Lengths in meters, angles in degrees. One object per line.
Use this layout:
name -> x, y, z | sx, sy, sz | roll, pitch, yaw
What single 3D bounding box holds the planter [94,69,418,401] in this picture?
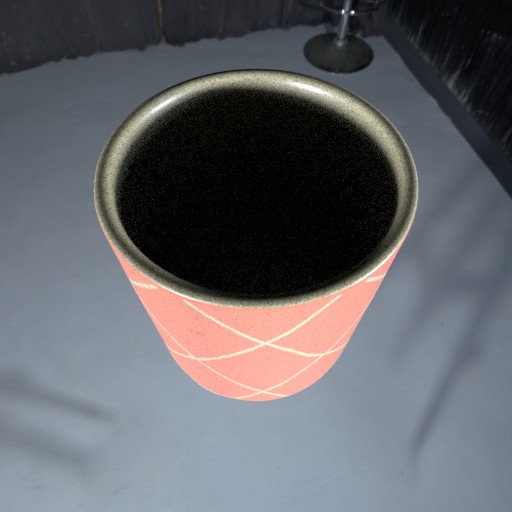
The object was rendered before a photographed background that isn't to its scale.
planter -> 0.000, 0.000, 0.347 | 0.191, 0.200, 0.191 | 0, 57, 0
